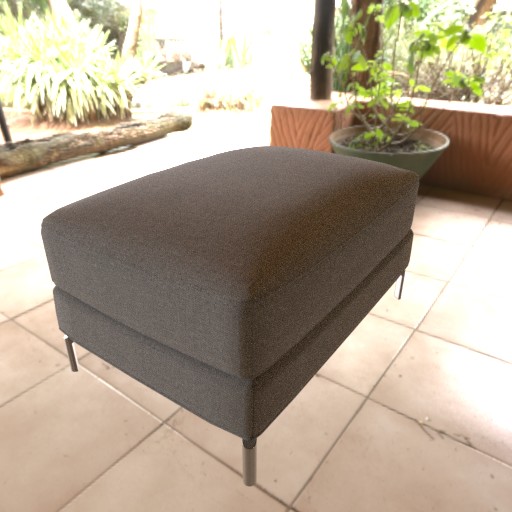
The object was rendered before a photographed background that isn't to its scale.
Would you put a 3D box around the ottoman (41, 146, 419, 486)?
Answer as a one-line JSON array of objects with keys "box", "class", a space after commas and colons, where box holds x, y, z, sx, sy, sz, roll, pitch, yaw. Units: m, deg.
[{"box": [0.000, 0.000, 1.144, 0.584, 0.457, 0.838, 18, 31, 31], "class": "ottoman"}]
